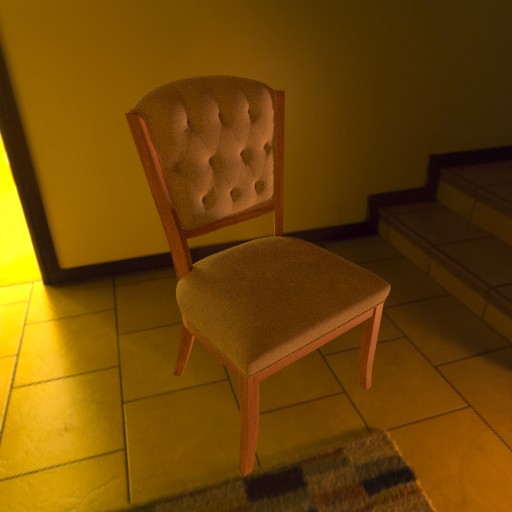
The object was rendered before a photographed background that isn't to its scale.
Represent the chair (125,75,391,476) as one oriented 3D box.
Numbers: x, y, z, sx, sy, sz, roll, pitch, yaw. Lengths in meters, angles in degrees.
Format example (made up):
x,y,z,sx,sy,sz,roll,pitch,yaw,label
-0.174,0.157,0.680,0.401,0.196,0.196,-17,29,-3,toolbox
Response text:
x,y,z,sx,sy,sz,roll,pitch,yaw,label
0.000,0.000,1.268,0.513,0.905,0.584,-21,36,-32,chair
